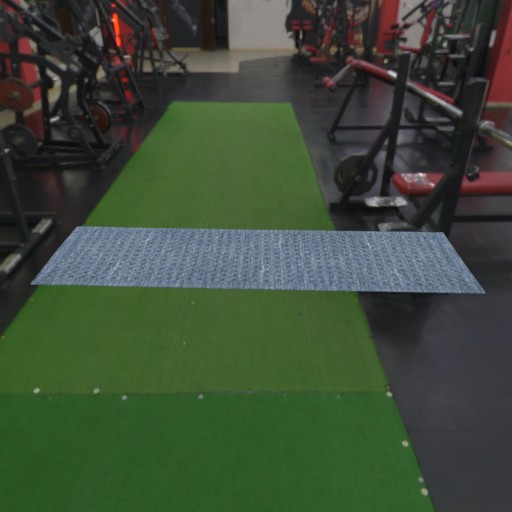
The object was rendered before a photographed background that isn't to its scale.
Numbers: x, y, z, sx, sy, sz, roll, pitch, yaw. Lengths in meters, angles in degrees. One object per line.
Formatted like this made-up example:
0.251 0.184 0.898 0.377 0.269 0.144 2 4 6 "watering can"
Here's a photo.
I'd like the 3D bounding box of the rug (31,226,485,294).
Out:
0.000 0.000 2.662 2.443 0.008 0.688 1 31 2 "rug"
